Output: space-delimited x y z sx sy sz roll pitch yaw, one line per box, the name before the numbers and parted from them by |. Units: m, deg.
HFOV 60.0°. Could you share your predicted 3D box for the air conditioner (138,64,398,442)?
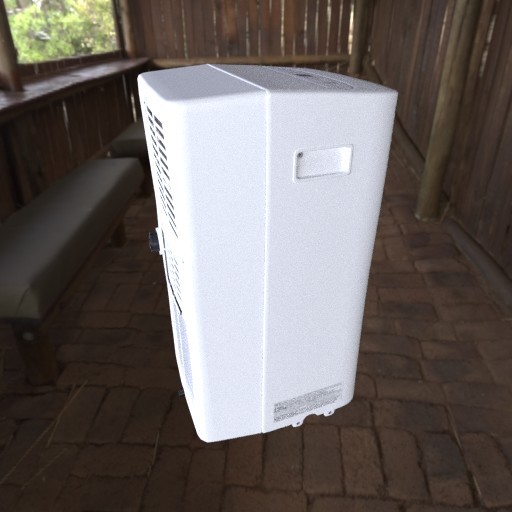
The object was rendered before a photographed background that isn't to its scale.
air conditioner | 0.000 0.000 0.789 0.349 0.606 0.304 -10 31 -17
